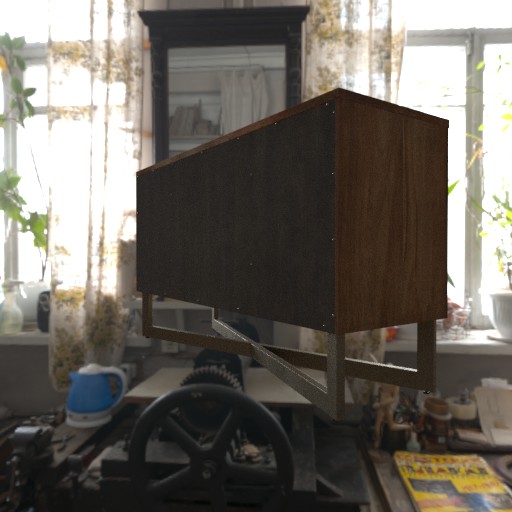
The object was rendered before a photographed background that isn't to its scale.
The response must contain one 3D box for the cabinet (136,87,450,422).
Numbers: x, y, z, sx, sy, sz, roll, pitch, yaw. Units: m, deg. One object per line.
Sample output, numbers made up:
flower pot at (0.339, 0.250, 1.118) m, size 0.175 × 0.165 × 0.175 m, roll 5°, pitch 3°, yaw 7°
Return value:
cabinet at (0.000, 0.000, 1.748) m, size 0.480 × 0.812 × 1.373 m, roll -1°, pitch 1°, yaw -35°
